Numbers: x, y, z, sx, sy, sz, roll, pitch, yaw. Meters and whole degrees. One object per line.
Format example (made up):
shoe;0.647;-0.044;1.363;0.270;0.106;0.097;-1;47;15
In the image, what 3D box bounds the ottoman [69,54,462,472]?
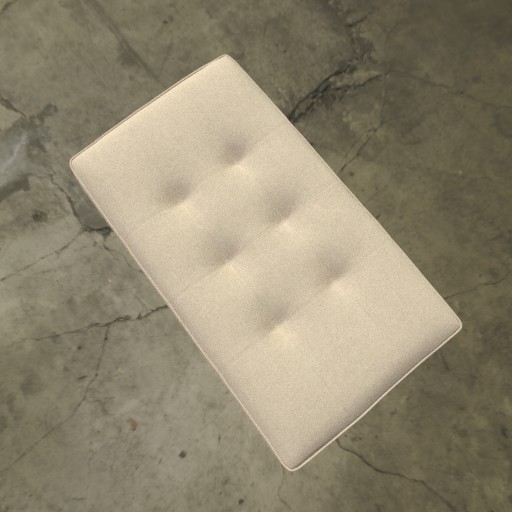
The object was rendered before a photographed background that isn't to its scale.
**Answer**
ottoman;0.000;0.000;1.499;0.648;0.508;1.143;-37;79;-8
